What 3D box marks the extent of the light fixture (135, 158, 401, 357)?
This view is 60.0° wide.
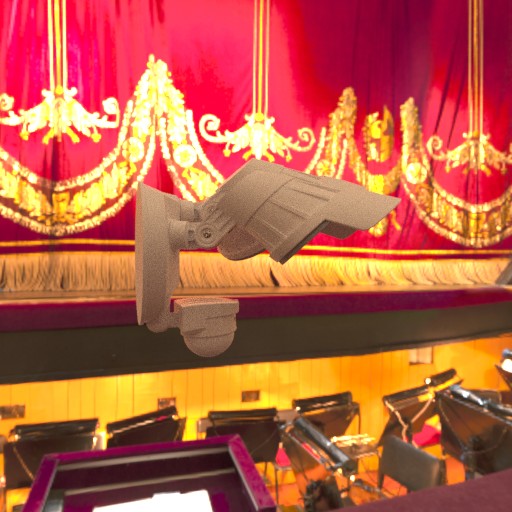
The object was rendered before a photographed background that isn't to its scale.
[{"bbox_3d":[0.000,0.000,0.542,0.278,0.237,0.369,0,1,-18],"label":"light fixture"}]
